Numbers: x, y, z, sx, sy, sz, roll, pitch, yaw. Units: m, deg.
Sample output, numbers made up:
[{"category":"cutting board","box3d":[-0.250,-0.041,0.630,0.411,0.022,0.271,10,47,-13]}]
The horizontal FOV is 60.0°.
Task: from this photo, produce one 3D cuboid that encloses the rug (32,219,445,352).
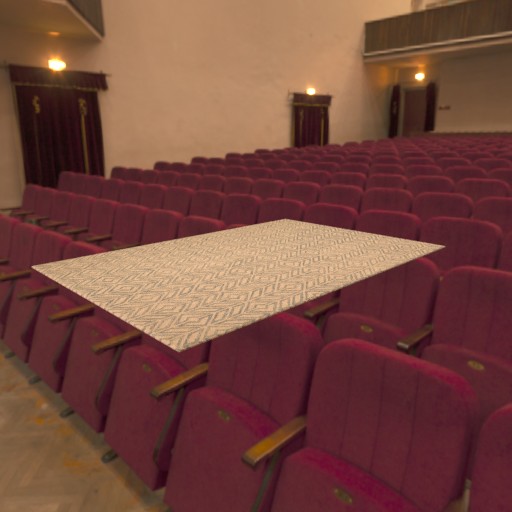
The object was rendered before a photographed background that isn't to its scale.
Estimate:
[{"category":"rug","box3d":[0.000,0.000,2.325,1.824,0.008,1.220,-14,21,-43]}]
